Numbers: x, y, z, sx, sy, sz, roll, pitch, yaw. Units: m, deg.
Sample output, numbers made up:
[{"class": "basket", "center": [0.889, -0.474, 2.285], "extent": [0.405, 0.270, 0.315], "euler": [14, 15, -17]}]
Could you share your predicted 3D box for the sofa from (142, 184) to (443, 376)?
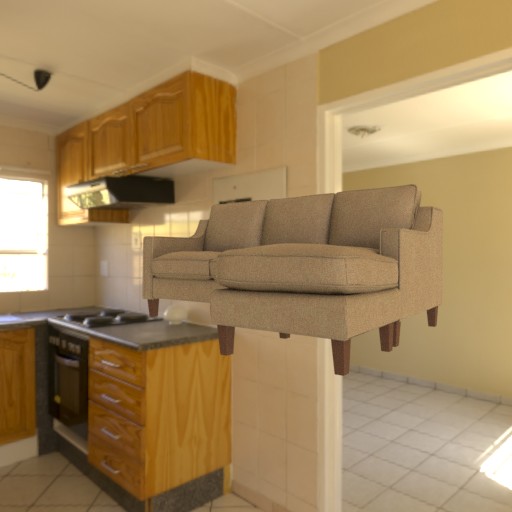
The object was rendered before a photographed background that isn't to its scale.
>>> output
[{"class": "sofa", "center": [0.000, 0.000, 3.342], "extent": [2.317, 1.081, 1.858], "euler": [0, 0, 36]}]
